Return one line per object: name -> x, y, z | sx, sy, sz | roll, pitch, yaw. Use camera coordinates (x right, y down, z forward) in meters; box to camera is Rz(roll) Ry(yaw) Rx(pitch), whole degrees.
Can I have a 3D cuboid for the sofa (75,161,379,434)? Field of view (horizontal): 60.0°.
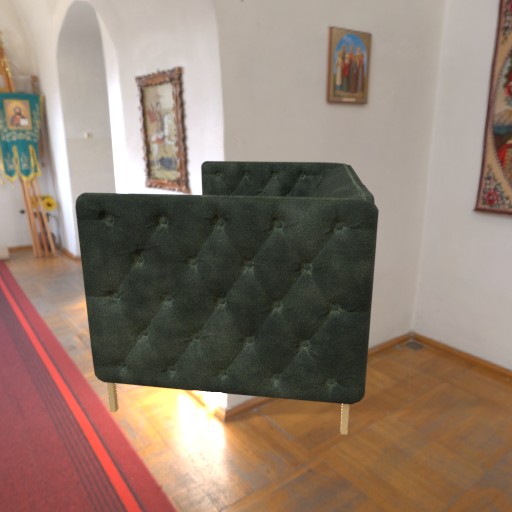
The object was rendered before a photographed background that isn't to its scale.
sofa -> 0.000, 0.000, 2.054 | 0.895, 0.768, 1.537 | 2, 16, 8
